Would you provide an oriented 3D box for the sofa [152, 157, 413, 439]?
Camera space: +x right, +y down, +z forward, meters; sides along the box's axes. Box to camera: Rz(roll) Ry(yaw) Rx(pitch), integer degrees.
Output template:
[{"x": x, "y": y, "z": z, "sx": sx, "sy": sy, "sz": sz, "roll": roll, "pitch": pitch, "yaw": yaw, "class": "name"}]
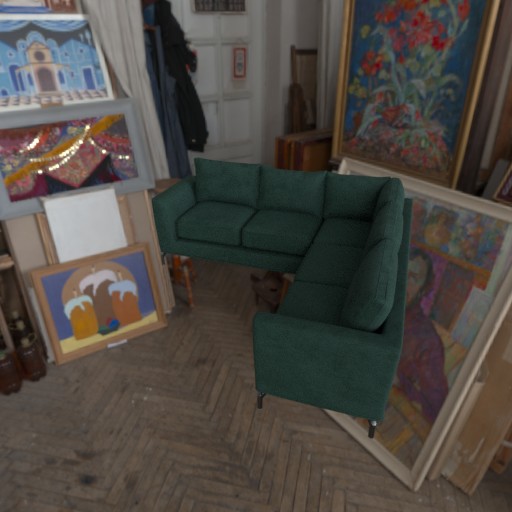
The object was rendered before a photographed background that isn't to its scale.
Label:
[{"x": 0.000, "y": 0.000, "z": 3.834, "sx": 2.468, "sy": 1.004, "sz": 2.452, "roll": 9, "pitch": 29, "yaw": 17, "class": "sofa"}]
